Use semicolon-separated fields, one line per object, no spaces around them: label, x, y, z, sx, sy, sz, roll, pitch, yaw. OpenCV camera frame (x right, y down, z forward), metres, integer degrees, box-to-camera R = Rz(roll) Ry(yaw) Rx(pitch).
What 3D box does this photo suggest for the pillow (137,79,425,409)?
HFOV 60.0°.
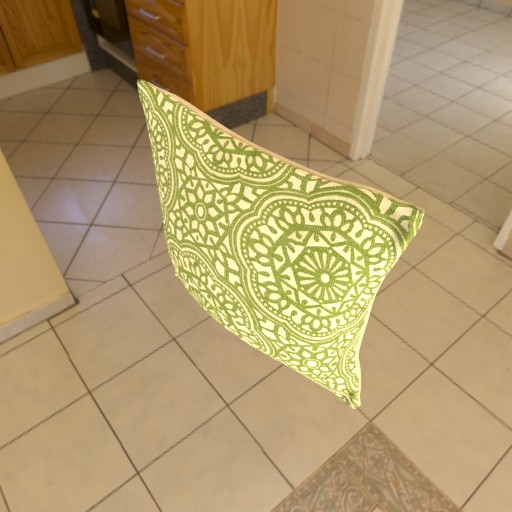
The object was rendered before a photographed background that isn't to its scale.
pillow;0.000;0.000;0.669;0.440;0.419;0.162;32;54;27
